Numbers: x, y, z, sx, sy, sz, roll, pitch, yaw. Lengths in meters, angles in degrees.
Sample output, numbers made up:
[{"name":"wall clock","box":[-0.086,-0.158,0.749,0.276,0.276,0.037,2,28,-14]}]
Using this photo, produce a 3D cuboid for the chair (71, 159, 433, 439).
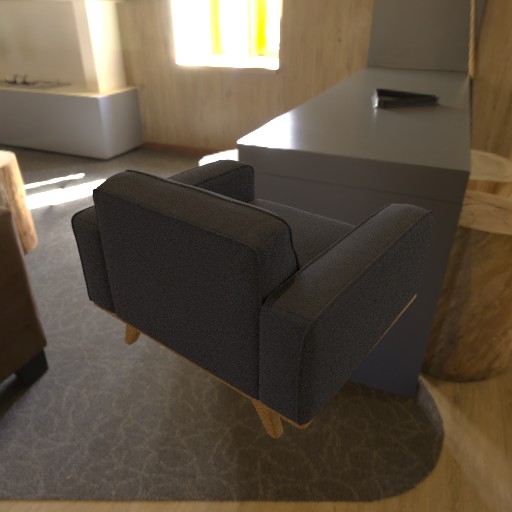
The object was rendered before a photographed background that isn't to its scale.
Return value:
[{"name":"chair","box":[0.000,0.000,1.813,1.118,0.783,0.953,21,36,32]}]
